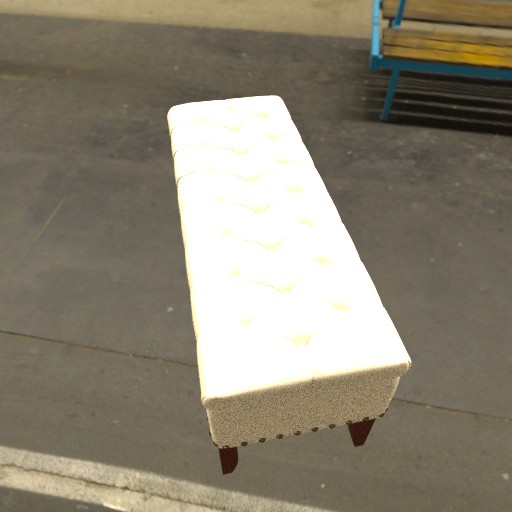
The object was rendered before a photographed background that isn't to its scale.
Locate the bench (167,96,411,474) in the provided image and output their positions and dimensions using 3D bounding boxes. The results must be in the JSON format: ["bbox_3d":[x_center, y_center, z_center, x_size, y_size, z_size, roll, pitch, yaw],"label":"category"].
[{"bbox_3d":[0.000,0.000,1.294,0.400,0.470,1.054,-8,47,-8],"label":"bench"}]
